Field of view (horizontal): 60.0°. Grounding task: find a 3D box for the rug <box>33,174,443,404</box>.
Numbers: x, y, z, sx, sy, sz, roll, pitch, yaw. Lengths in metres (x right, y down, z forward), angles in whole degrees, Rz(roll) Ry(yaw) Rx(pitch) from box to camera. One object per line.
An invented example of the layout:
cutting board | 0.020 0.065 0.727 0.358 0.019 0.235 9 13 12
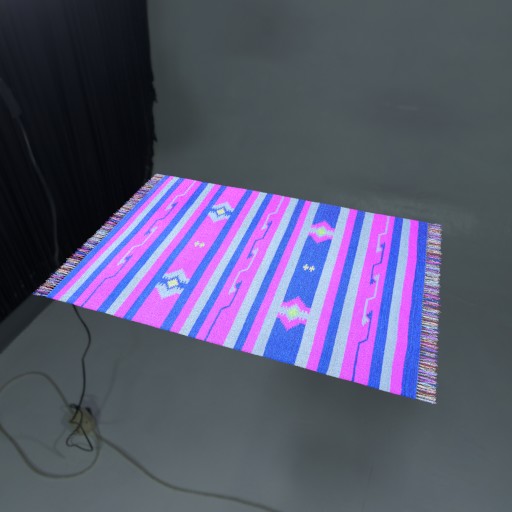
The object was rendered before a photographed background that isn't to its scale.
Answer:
rug | 0.000 0.000 2.943 2.350 0.013 1.539 12 42 14
